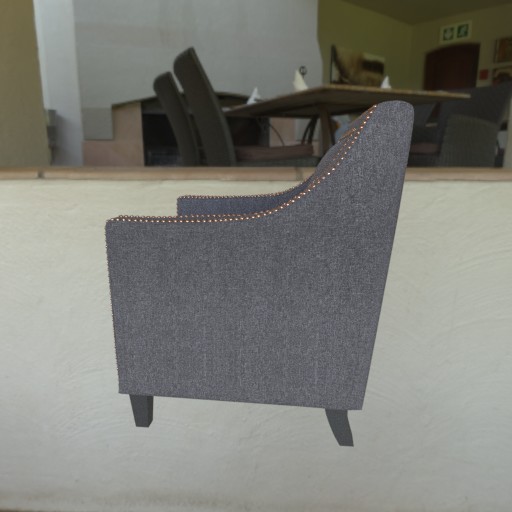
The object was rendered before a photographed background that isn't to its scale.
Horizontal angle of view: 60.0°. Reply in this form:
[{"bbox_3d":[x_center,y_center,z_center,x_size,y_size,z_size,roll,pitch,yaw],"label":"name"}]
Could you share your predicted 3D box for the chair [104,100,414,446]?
[{"bbox_3d":[0.000,0.000,1.587,0.884,0.967,0.776,2,13,7],"label":"chair"}]
